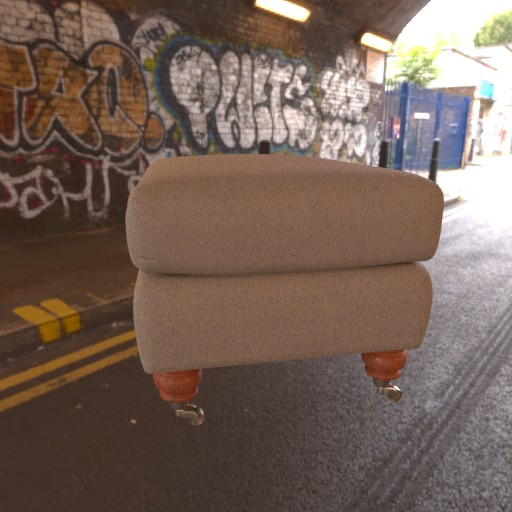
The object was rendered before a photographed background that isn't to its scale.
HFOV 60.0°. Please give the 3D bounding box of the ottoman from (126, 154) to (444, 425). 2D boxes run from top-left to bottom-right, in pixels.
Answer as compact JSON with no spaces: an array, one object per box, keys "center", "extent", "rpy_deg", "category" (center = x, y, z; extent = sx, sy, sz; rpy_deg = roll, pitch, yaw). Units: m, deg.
[{"center":[0.000,0.000,1.137],"extent":[0.569,0.504,0.773],"rpy_deg":[-3,15,-10],"category":"ottoman"}]
